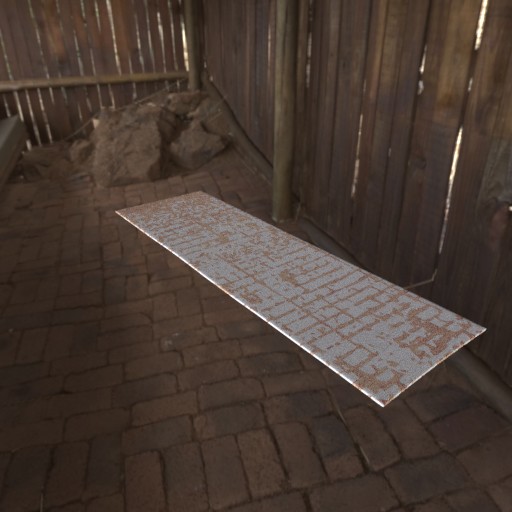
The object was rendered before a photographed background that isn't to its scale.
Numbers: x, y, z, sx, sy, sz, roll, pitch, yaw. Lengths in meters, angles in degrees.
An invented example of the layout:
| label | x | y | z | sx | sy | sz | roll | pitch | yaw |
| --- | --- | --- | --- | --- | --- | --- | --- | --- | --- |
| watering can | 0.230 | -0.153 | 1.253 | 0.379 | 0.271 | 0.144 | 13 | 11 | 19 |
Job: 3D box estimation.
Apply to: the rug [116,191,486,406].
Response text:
| label | x | y | z | sx | sy | sz | roll | pitch | yaw |
| --- | --- | --- | --- | --- | --- | --- | --- | --- | --- |
| rug | 0.000 | 0.000 | 2.657 | 0.750 | 0.011 | 2.435 | -20 | 33 | -33 |
